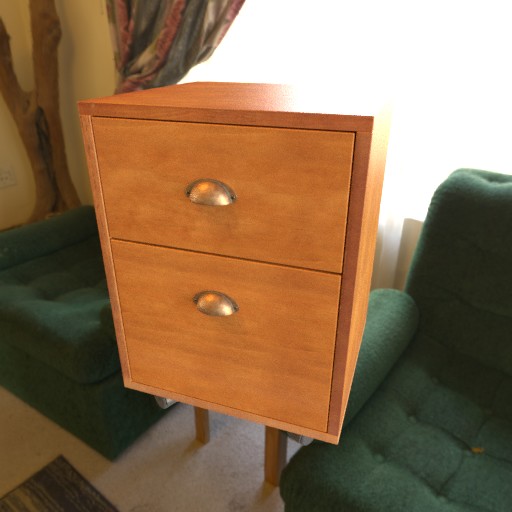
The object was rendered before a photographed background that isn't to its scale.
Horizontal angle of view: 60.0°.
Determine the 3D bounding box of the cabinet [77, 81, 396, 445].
[{"bbox_3d":[0.000,0.000,0.838,0.409,0.579,0.401,9,27,17],"label":"cabinet"}]
